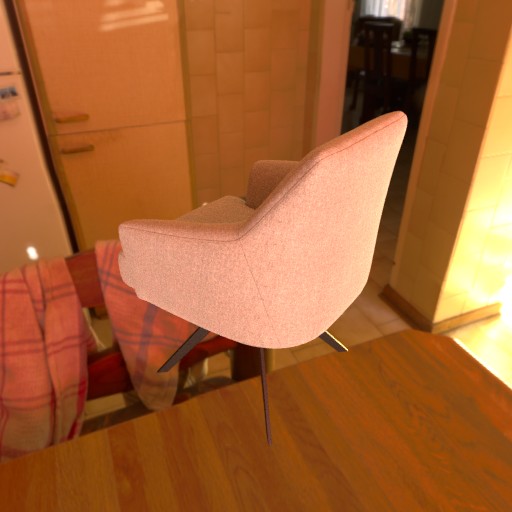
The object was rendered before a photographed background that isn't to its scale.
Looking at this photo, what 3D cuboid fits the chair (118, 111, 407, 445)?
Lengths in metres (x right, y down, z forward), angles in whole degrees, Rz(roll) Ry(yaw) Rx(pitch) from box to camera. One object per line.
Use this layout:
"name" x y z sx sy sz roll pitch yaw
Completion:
"chair" 0.000 0.000 1.343 0.677 0.874 0.642 21 37 31
